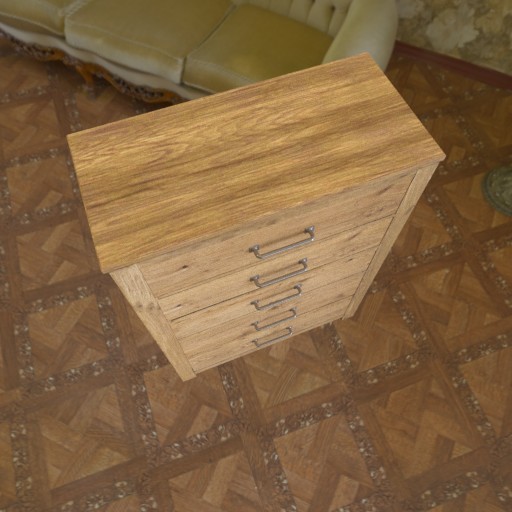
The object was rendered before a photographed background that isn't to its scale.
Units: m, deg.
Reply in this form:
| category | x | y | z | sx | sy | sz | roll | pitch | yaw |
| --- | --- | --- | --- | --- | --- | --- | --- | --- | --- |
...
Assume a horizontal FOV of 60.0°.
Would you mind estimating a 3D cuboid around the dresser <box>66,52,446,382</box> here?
| category | x | y | z | sx | sy | sz | roll | pitch | yaw |
| --- | --- | --- | --- | --- | --- | --- | --- | --- | --- |
| dresser | 0.000 | 0.000 | 2.011 | 1.081 | 1.431 | 0.558 | -19 | 64 | -10 |
